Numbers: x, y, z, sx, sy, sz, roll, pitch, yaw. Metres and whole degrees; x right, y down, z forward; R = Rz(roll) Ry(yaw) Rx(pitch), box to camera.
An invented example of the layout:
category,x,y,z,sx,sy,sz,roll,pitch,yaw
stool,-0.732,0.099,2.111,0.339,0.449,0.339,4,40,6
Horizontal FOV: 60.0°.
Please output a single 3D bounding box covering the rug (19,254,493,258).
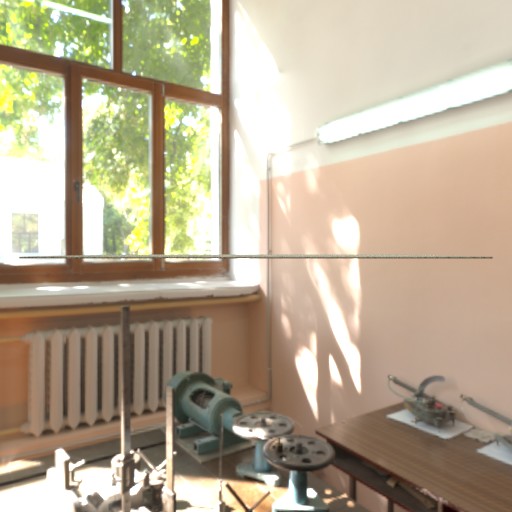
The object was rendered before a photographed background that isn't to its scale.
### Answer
category,x,y,z,sx,sy,sz,roll,pitch,yaw
rug,0.000,0.000,2.308,1.827,0.007,1.211,0,1,1
